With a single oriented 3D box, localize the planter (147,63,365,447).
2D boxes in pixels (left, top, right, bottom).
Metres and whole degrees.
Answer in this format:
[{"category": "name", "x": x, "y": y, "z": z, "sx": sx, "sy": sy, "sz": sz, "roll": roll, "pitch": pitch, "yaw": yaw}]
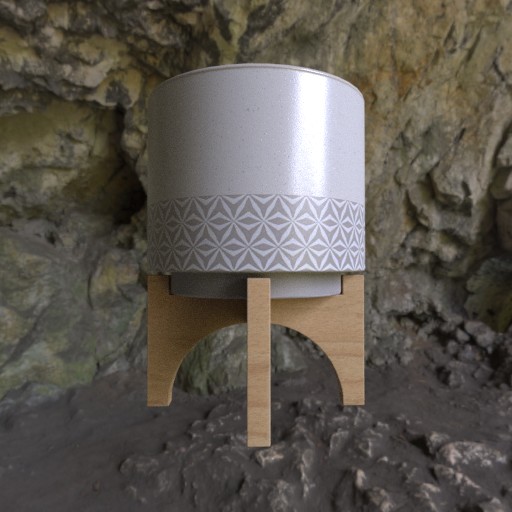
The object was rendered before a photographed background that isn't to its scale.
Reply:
[{"category": "planter", "x": 0.000, "y": 0.000, "z": 0.394, "sx": 0.188, "sy": 0.260, "sz": 0.188, "roll": 0, "pitch": -1, "yaw": 0}]
